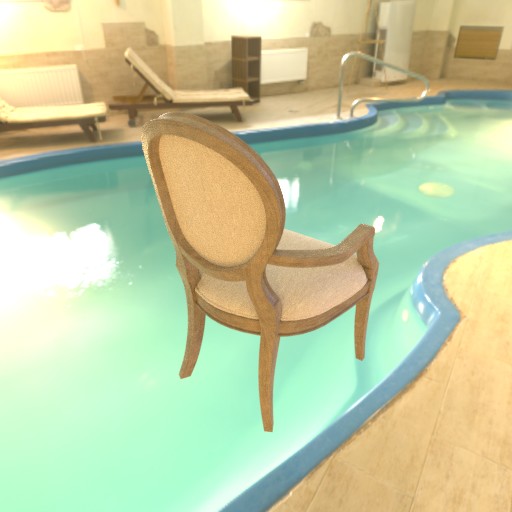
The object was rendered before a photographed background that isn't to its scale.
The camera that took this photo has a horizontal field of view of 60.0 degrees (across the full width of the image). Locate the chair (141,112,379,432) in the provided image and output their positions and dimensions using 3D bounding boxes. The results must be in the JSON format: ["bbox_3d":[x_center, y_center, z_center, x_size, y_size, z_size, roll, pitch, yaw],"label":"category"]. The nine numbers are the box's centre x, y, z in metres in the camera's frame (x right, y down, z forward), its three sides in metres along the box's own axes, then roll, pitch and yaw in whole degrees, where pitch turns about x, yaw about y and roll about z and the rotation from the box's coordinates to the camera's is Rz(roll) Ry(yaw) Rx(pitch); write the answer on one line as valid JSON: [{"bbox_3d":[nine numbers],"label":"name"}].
[{"bbox_3d":[0.000,0.000,1.423,0.611,0.991,0.602,21,36,31],"label":"chair"}]
